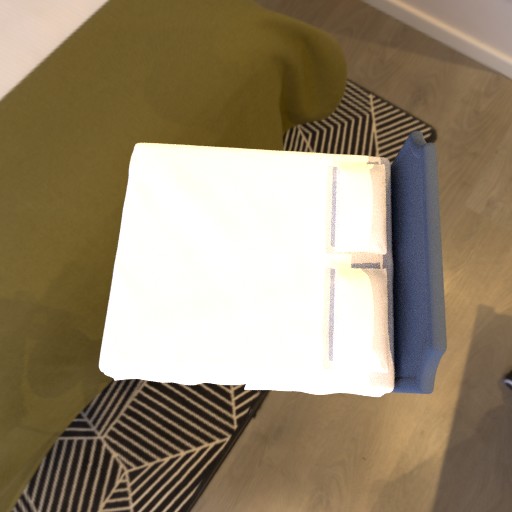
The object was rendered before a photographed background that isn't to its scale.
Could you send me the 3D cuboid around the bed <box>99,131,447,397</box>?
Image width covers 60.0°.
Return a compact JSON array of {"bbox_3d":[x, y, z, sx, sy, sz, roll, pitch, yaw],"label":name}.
[{"bbox_3d":[0.000,0.000,4.027,2.773,1.488,2.350,4,74,1],"label":"bed"}]
